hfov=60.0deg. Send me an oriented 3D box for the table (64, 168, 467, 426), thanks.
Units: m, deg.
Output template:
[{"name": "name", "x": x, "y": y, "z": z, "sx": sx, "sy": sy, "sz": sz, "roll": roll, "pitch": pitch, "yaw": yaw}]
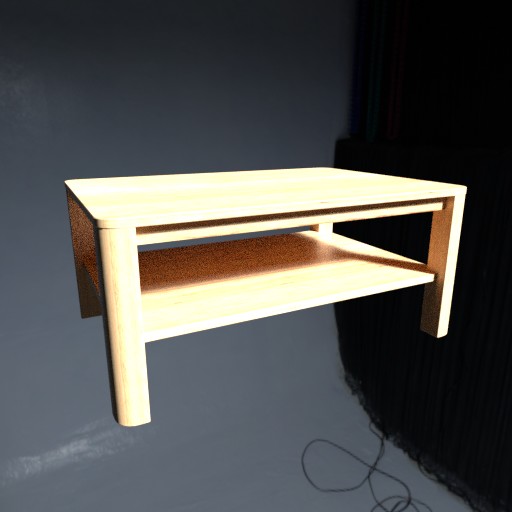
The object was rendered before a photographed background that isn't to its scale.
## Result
[{"name": "table", "x": 0.000, "y": 0.000, "z": 1.368, "sx": 0.997, "sy": 0.445, "sz": 0.696, "roll": -8, "pitch": 18, "yaw": -26}]
